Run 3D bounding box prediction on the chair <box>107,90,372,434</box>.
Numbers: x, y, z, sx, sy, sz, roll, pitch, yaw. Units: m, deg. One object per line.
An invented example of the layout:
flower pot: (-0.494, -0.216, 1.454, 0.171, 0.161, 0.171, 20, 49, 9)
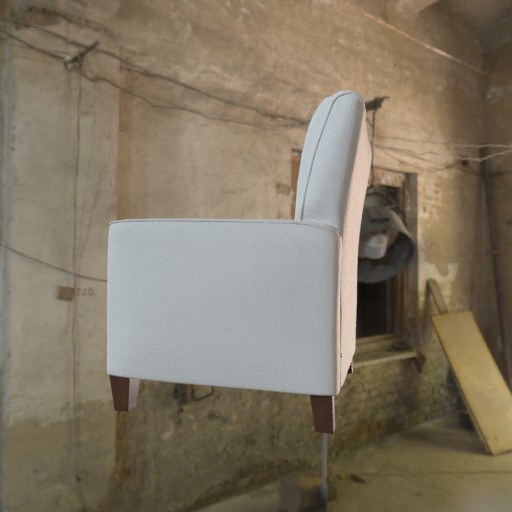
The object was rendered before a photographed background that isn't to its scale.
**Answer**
chair: (0.000, 0.000, 1.723, 0.858, 1.028, 0.841, 0, -1, 16)
